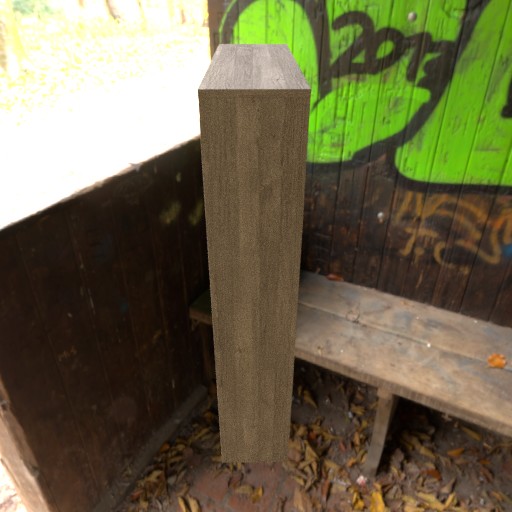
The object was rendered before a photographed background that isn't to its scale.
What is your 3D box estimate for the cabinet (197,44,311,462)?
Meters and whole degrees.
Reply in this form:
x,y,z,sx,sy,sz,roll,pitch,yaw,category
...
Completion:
x,y,z,sx,sy,sz,roll,pitch,yaw,category
0.000,0.000,1.571,0.250,1.280,0.750,0,32,0,cabinet
